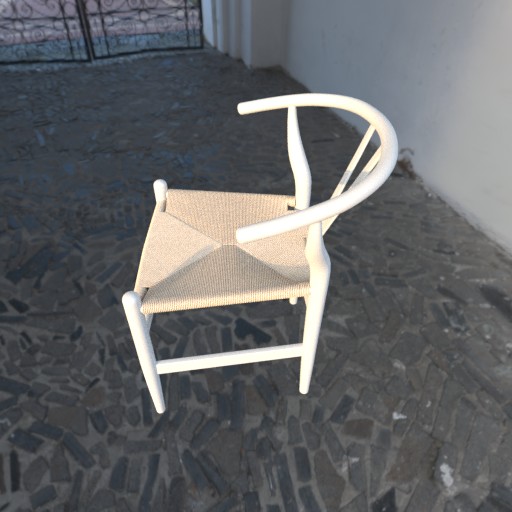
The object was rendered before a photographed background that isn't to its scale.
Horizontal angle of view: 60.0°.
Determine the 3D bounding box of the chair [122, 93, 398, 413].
[{"bbox_3d":[0.000,0.000,1.164,0.579,0.730,0.569,-1,41,-1],"label":"chair"}]
